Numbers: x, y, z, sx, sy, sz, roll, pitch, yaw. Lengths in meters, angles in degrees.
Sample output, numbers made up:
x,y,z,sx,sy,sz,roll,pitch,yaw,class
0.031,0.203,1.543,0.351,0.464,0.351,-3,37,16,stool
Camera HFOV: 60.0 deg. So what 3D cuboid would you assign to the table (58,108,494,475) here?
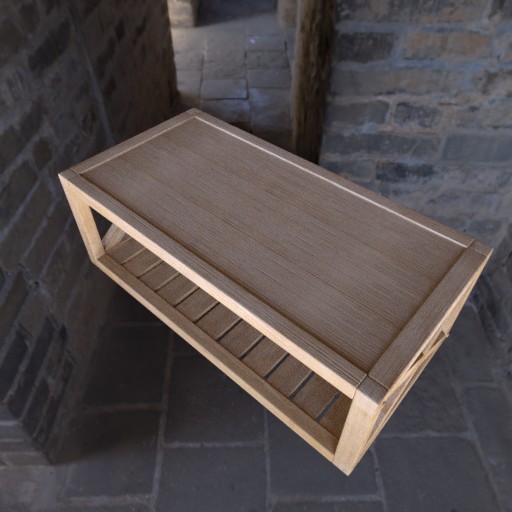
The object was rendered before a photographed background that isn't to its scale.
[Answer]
x,y,z,sx,sy,sz,roll,pitch,yaw,class
0.000,0.000,1.611,1.321,0.457,0.660,32,54,28,table
